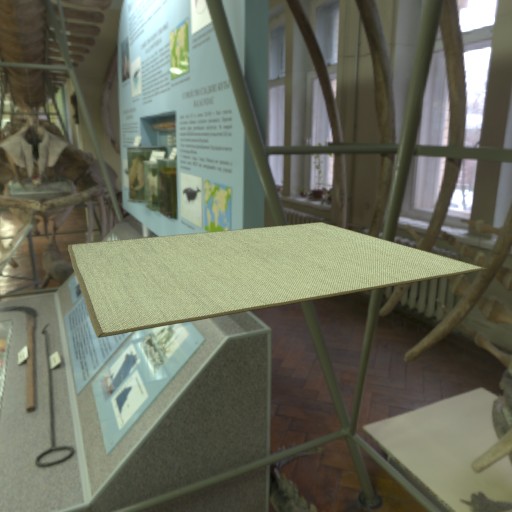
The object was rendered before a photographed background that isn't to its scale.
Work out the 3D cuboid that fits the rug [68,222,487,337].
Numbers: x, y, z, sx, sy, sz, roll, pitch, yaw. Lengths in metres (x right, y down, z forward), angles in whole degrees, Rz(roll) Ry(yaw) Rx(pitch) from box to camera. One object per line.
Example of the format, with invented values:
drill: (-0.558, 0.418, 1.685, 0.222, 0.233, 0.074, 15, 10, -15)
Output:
rug: (0.000, 0.000, 4.008, 3.041, 0.020, 2.413, -7, 16, -25)
